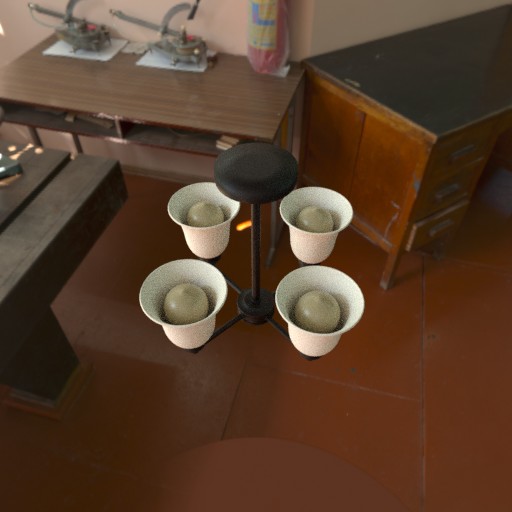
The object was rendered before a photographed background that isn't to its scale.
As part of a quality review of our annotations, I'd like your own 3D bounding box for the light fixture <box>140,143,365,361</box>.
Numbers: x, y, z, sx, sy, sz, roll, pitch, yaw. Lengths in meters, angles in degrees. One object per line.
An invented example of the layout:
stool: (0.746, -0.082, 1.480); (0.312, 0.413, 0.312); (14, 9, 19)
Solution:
light fixture: (0.000, 0.000, 1.908); (1.069, 0.925, 1.069); (-32, 54, -27)
